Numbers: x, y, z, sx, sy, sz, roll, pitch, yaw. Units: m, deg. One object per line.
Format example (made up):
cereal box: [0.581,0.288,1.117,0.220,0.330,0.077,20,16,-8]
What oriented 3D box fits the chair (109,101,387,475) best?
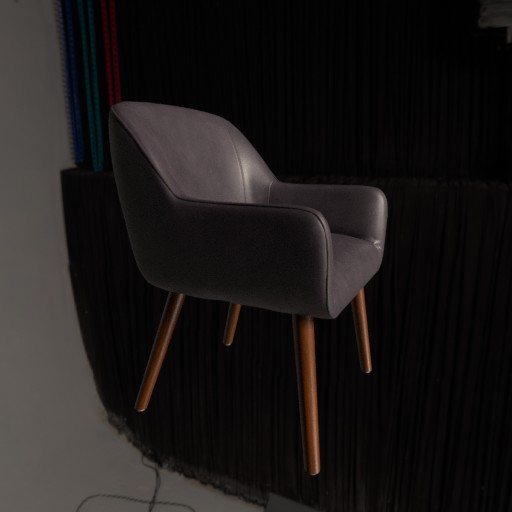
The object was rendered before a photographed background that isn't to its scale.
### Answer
chair: [0.000,0.000,1.249,0.610,0.828,0.610,7,15,26]
